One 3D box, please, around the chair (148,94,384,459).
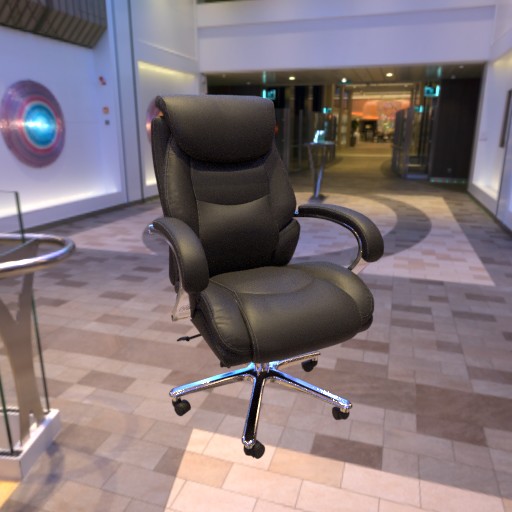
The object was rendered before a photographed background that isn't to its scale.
[{"bbox_3d":[0.000,0.000,1.662,0.755,1.183,0.790,-8,18,-27],"label":"chair"}]
